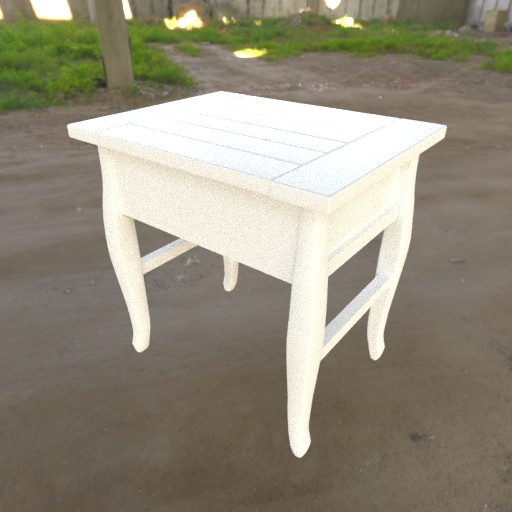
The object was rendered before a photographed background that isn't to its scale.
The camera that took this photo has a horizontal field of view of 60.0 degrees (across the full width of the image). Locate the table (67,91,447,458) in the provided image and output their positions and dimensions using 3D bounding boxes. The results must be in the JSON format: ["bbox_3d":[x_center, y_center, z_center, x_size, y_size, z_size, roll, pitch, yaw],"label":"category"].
[{"bbox_3d":[0.000,0.000,1.030,0.599,0.605,0.463,22,37,32],"label":"table"}]
